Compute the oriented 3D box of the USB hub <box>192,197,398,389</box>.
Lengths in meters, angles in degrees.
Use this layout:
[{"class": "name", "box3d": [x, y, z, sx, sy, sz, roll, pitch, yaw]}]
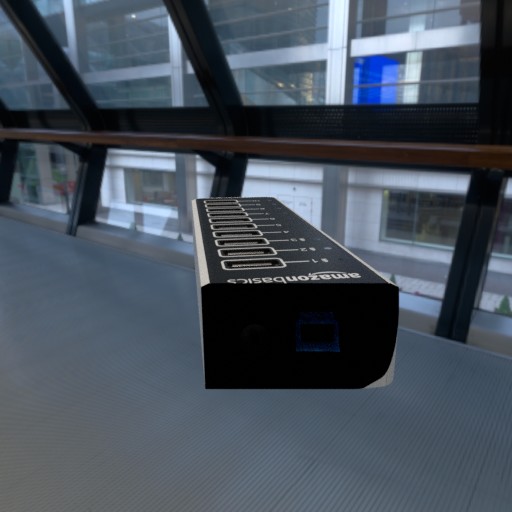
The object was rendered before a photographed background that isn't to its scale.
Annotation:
[{"class": "USB hub", "box3d": [0.000, 0.000, 0.164, 0.044, 0.023, 0.145, -2, 16, -9]}]
